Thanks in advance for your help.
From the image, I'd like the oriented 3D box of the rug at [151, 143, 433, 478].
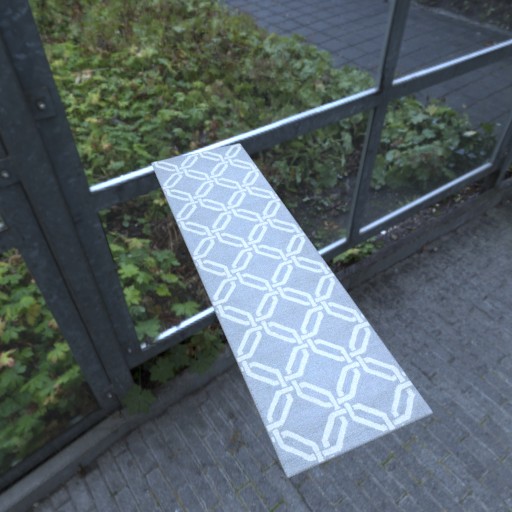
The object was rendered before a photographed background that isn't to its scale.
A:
[{"bbox_3d":[0.000,0.000,2.507,0.678,0.014,2.276,-16,48,-15],"label":"rug"}]
